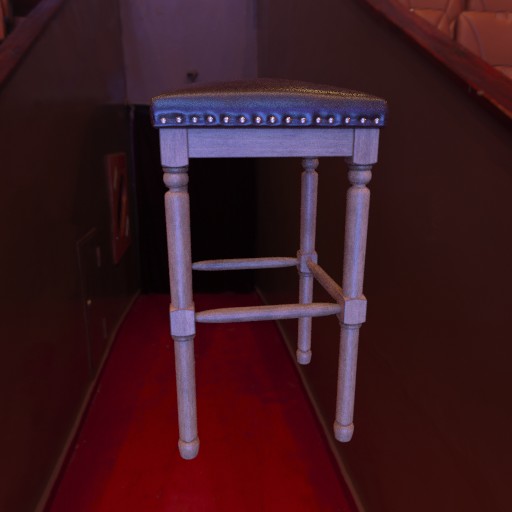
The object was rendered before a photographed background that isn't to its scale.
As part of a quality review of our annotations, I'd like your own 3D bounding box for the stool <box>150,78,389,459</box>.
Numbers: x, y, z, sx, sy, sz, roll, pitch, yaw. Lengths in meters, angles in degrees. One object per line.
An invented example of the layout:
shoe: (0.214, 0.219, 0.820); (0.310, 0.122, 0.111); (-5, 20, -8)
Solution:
stool: (0.000, 0.000, 0.946); (0.382, 0.702, 0.383); (-2, 16, -9)
